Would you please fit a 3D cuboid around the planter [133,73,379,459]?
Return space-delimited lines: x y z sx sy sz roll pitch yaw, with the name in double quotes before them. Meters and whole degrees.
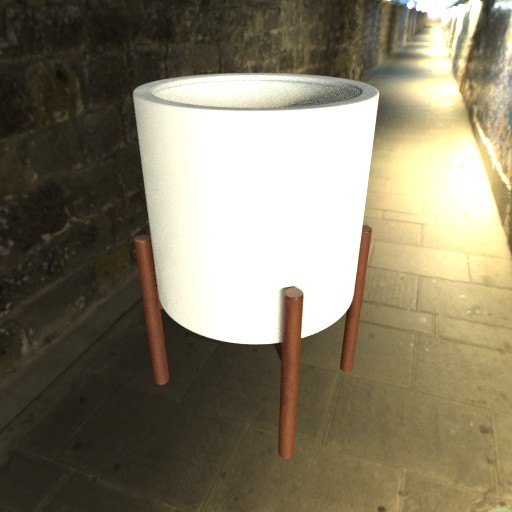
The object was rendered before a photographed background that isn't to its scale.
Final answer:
"planter" 0.000 0.000 0.933 0.417 0.670 0.417 19 34 30
